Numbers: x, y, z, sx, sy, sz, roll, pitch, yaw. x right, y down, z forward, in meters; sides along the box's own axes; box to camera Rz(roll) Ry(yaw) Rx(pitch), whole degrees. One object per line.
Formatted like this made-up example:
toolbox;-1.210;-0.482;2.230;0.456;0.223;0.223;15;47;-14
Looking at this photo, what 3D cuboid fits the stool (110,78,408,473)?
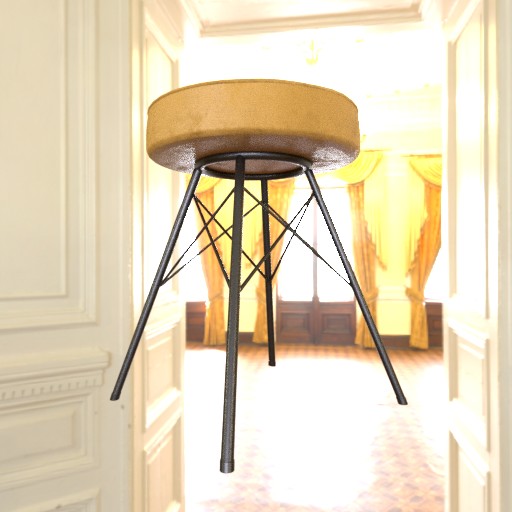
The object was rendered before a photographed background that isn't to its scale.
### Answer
stool;0.000;0.000;0.909;0.472;0.595;0.438;0;0;-37
